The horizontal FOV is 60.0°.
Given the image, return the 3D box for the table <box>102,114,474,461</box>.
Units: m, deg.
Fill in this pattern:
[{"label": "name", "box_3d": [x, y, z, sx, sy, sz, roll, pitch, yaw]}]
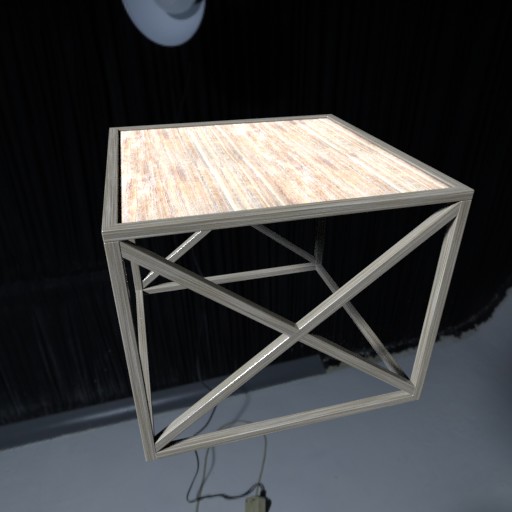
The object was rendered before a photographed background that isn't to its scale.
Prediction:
[{"label": "table", "box_3d": [0.000, 0.000, 1.070, 0.611, 0.507, 0.609, -8, 31, -13]}]
